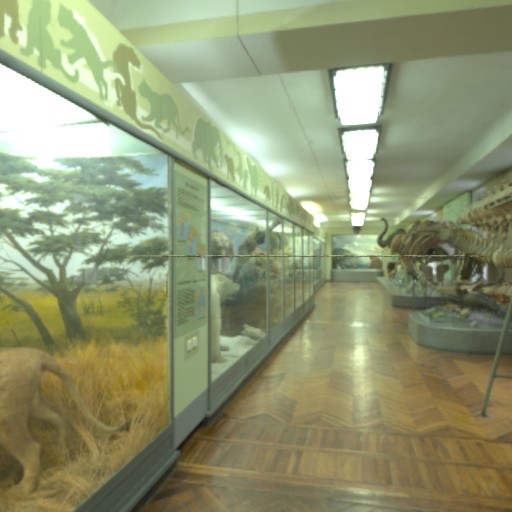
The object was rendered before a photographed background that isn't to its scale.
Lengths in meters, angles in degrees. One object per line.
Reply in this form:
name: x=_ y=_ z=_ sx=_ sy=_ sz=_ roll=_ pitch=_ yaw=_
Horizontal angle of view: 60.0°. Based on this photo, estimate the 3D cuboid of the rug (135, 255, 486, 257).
rug: x=0.000 y=0.000 z=2.956 sx=1.524 sy=0.008 sz=2.438 roll=0 pitch=0 yaw=-18
